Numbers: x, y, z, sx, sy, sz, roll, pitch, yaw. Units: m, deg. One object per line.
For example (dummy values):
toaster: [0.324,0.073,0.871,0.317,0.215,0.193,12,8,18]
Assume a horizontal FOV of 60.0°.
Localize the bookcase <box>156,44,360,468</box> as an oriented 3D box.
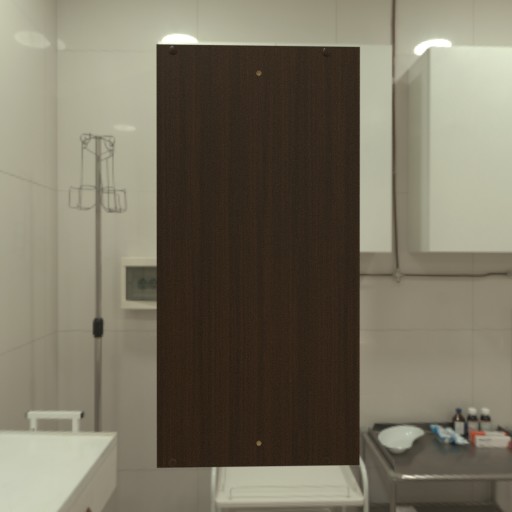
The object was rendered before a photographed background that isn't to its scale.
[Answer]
bookcase: [0.000,0.000,0.780,0.290,0.600,0.300,0,0,-2]
